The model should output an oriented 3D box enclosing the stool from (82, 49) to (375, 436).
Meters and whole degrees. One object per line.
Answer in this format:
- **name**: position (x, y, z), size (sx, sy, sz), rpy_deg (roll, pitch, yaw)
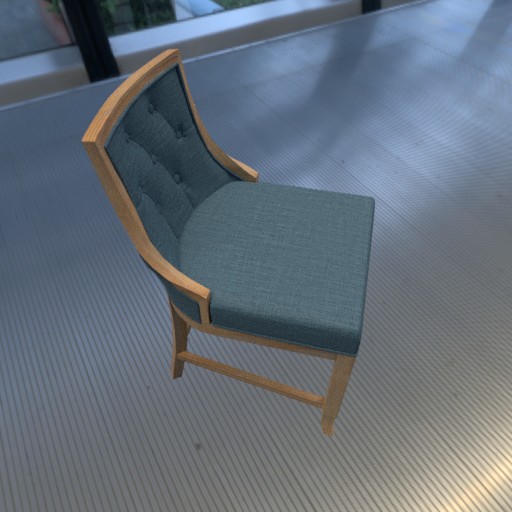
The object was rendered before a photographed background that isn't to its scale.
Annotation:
- **stool**: position (0.000, 0.000, 1.265), size (0.626, 0.938, 0.524), rpy_deg (10, 48, 10)
